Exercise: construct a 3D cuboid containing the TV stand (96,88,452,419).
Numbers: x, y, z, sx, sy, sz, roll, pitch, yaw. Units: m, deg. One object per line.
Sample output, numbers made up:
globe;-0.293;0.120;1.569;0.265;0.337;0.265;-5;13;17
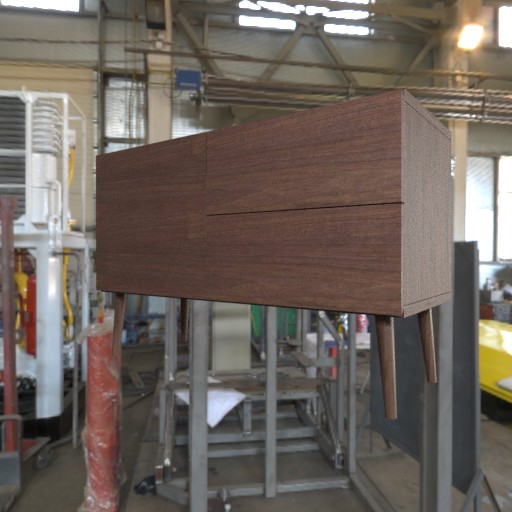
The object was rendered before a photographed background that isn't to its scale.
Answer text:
TV stand;0.000;0.000;1.307;0.990;0.660;0.405;0;1;36
